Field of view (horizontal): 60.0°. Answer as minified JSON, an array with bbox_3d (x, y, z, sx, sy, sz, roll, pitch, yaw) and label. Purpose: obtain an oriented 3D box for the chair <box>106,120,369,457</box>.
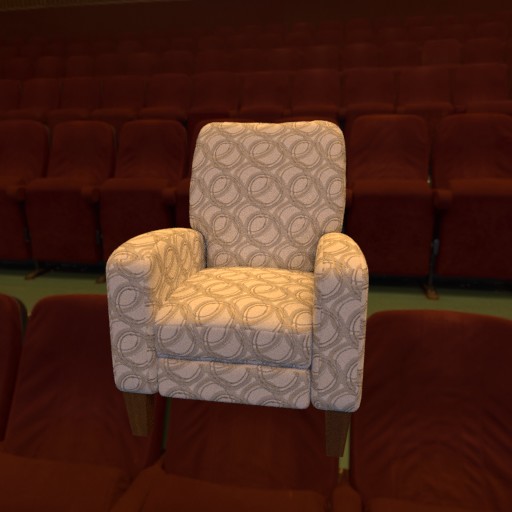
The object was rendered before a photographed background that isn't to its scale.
[{"bbox_3d":[0.000,0.000,1.772,0.796,1.065,0.995,2,14,9],"label":"chair"}]
